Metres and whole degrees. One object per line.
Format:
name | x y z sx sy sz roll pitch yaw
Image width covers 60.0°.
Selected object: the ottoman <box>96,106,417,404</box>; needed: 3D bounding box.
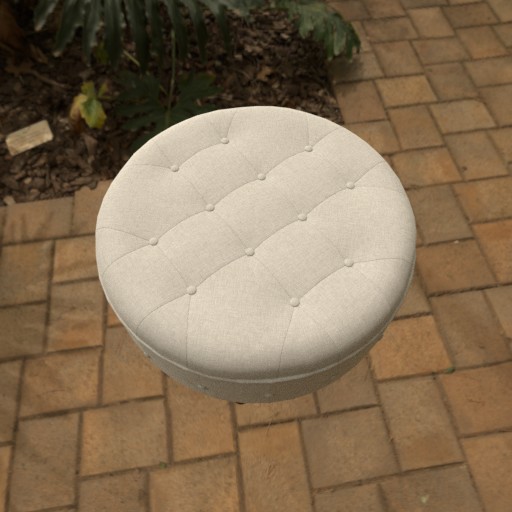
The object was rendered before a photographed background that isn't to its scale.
ottoman | 0.000 0.000 1.335 0.850 0.483 0.850 0 59 0
